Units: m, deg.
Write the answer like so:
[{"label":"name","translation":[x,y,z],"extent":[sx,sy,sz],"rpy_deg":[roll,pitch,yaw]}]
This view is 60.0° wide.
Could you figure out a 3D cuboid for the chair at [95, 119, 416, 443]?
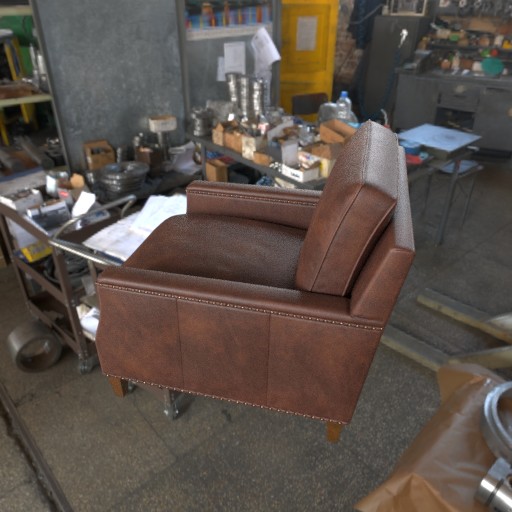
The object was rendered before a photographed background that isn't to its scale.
[{"label":"chair","translation":[0.000,0.000,1.701],"extent":[1.014,0.929,0.853],"rpy_deg":[8,32,12]}]
